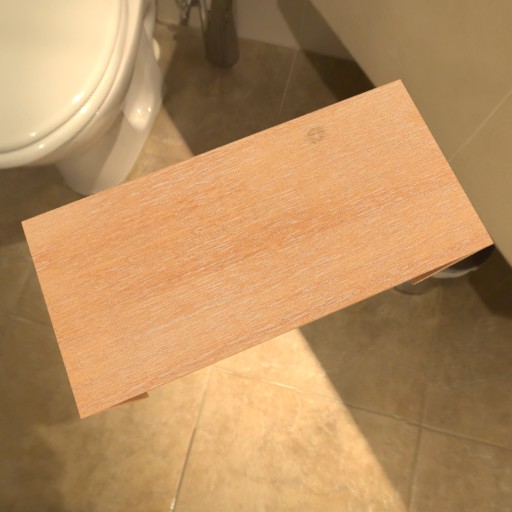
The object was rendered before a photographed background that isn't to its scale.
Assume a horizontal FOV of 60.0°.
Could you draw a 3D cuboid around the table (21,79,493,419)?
[{"bbox_3d":[0.000,0.000,1.274,1.016,0.457,0.483,-22,77,-5],"label":"table"}]
